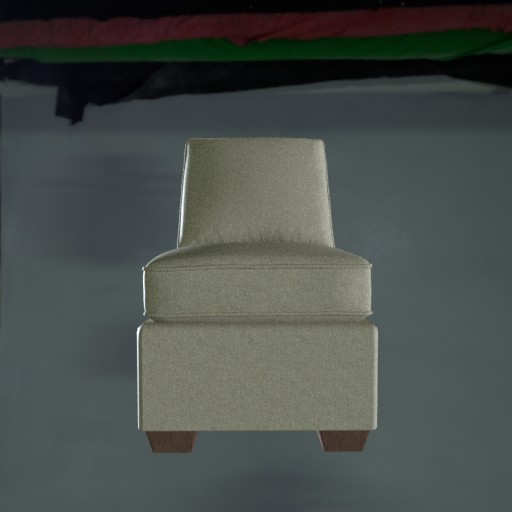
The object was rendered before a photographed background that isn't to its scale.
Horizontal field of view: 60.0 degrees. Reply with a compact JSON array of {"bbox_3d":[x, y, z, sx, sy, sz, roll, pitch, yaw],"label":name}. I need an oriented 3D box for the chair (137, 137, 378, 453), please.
[{"bbox_3d":[0.000,0.000,1.663,0.674,1.058,1.020,0,1,-1],"label":"chair"}]
